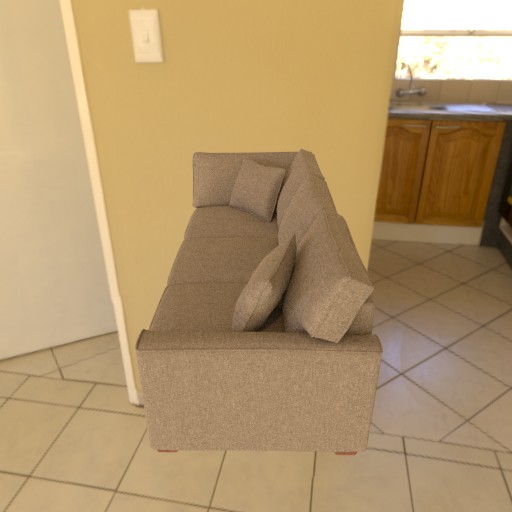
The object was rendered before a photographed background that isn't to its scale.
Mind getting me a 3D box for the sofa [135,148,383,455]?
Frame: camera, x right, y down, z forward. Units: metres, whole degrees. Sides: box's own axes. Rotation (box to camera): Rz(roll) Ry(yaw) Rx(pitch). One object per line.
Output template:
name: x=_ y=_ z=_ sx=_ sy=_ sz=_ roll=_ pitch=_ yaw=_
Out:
sofa: x=0.000 y=0.000 z=2.871 sx=1.061 sy=0.962 sz=2.317 roll=0 pitch=27 yaw=1
